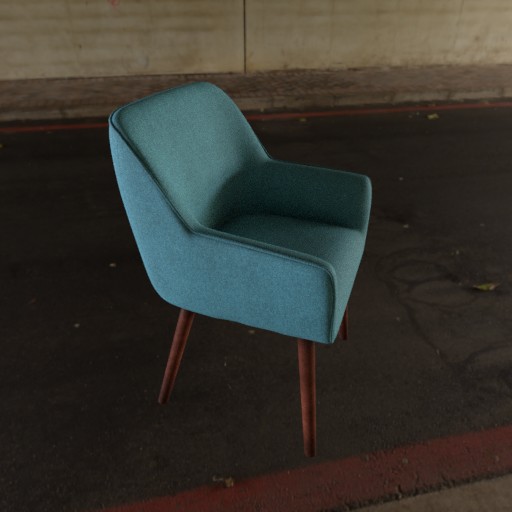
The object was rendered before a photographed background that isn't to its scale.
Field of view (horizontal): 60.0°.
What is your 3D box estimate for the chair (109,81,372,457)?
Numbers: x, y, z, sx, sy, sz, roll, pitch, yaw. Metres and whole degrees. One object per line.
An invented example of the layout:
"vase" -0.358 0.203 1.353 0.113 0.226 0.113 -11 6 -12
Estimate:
"chair" 0.000 0.000 1.179 0.519 0.803 0.543 10 32 17
